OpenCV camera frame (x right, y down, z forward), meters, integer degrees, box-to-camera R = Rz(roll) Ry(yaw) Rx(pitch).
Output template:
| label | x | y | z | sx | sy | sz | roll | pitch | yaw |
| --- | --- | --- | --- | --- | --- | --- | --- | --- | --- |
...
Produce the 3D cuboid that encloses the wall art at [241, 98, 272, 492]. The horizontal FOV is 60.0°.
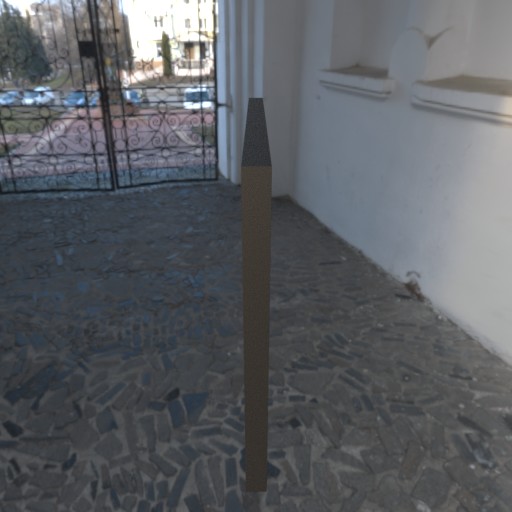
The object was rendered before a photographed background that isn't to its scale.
| label | x | y | z | sx | sy | sz | roll | pitch | yaw |
| --- | --- | --- | --- | --- | --- | --- | --- | --- | --- |
| wall art | 0.000 | 0.000 | 0.766 | 0.029 | 0.457 | 0.558 | 0 | 26 | 0 |
